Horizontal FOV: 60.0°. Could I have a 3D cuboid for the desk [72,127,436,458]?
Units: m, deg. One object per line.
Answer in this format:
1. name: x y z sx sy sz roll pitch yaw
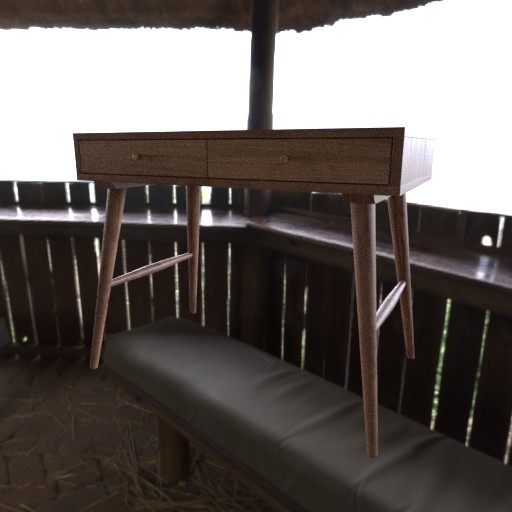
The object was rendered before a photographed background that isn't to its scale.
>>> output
1. desk: 0.000 0.000 1.418 0.949 0.758 0.588 7 16 27
